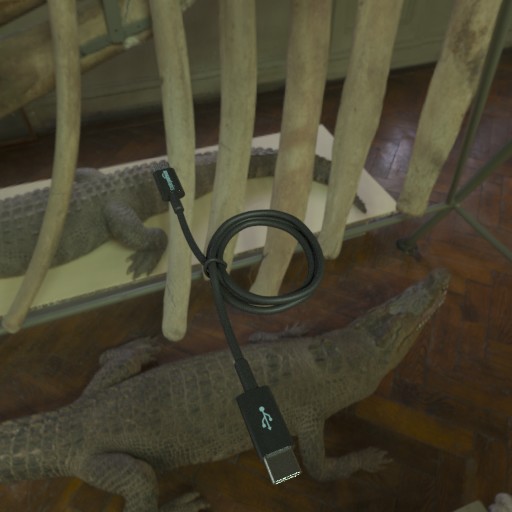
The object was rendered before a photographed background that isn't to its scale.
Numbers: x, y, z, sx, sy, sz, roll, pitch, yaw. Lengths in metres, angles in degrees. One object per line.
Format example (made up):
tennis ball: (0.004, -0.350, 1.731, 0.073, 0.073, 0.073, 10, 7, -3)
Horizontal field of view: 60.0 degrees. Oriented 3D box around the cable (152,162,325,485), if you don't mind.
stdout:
cable: (0.000, 0.000, 0.225, 0.070, 0.014, 0.203, -16, 48, -15)
